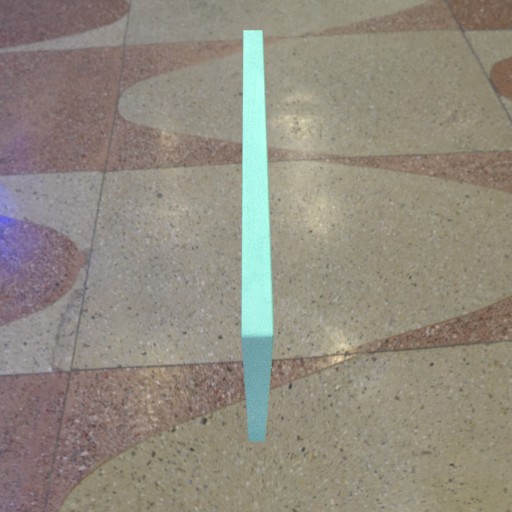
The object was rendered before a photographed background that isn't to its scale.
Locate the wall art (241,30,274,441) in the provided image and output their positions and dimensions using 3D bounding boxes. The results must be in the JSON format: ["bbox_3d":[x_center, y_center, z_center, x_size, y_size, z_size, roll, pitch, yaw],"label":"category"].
[{"bbox_3d":[0.000,0.000,1.149,0.054,0.766,0.765,-1,57,0],"label":"wall art"}]
